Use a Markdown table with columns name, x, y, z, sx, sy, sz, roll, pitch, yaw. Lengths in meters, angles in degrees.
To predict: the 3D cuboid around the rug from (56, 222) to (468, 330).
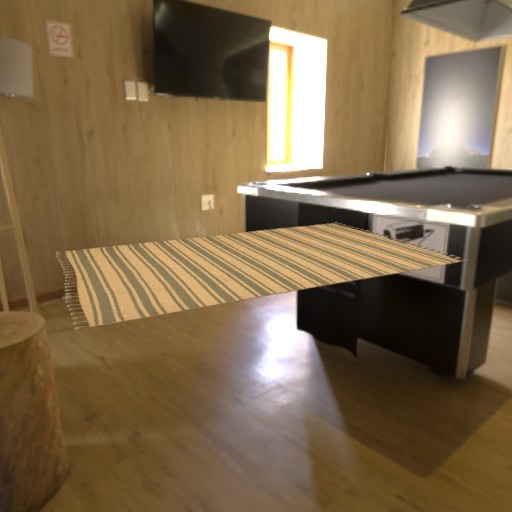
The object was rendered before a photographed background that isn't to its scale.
| name | x | y | z | sx | sy | sz | roll | pitch | yaw |
| --- | --- | --- | --- | --- | --- | --- | --- | --- | --- |
| rug | 0.000 | 0.000 | 2.566 | 2.084 | 0.009 | 1.222 | -8 | 17 | -25 |
